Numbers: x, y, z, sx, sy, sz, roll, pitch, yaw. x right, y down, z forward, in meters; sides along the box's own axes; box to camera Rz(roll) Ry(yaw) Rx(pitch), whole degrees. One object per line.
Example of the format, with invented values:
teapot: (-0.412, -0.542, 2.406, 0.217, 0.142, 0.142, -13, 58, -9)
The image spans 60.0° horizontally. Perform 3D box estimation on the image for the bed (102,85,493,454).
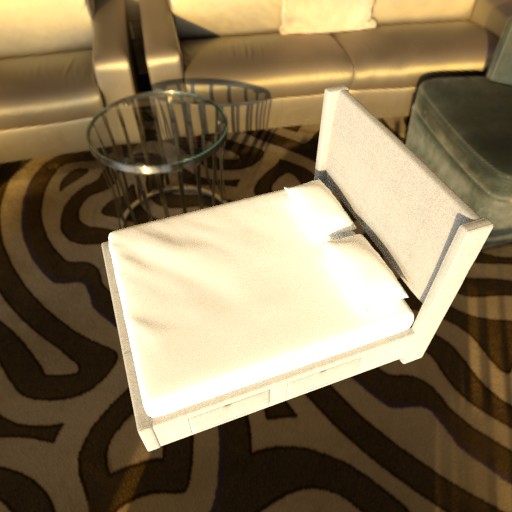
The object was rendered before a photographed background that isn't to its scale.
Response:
bed: (0.000, 0.000, 3.339, 2.222, 1.491, 1.774, -16, 50, -14)
